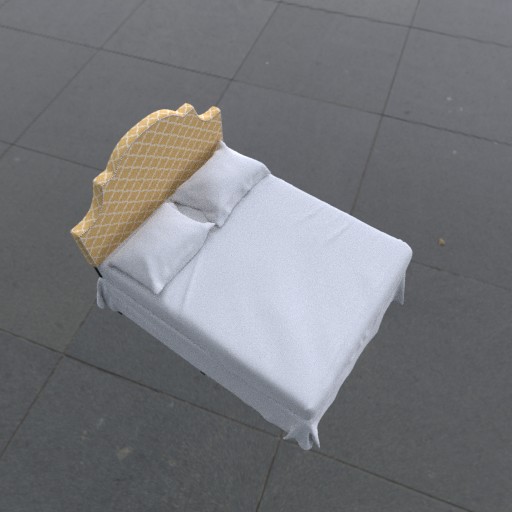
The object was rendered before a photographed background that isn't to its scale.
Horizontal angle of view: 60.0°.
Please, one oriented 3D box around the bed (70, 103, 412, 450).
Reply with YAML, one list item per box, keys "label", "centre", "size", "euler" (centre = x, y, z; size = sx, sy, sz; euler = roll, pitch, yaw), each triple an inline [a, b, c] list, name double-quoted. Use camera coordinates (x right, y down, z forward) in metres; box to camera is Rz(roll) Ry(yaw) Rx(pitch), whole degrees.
- label: "bed"
  centre: [0.000, 0.000, 3.402]
  size: [2.222, 1.633, 1.780]
  euler: [31, 63, 18]
